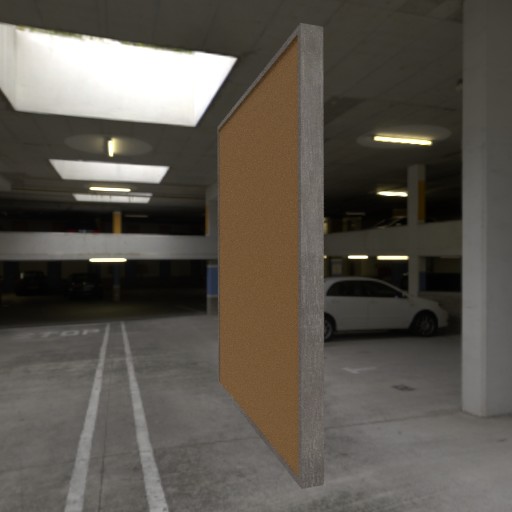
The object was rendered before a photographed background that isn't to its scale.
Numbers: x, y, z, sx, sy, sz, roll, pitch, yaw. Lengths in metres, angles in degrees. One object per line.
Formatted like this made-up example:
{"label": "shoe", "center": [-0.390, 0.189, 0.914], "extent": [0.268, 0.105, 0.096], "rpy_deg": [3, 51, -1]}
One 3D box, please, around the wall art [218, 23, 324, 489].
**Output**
{"label": "wall art", "center": [0.000, 0.000, 0.701], "extent": [0.032, 0.521, 0.421], "rpy_deg": [0, 0, -18]}
